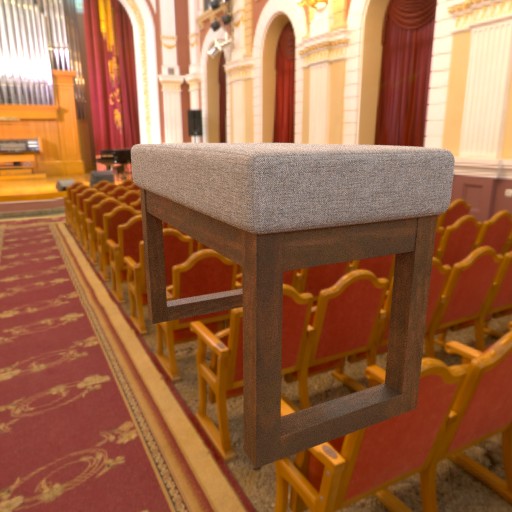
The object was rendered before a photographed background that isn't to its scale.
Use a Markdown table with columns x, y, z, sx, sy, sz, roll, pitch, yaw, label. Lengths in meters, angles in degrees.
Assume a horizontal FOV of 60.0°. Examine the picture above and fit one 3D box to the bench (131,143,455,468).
| x | y | z | sx | sy | sz | roll | pitch | yaw | label |
| --- | --- | --- | --- | --- | --- | --- | --- | --- | --- |
| 0.000 | 0.000 | 0.955 | 0.366 | 0.467 | 0.681 | -8 | 17 | -26 | bench |
